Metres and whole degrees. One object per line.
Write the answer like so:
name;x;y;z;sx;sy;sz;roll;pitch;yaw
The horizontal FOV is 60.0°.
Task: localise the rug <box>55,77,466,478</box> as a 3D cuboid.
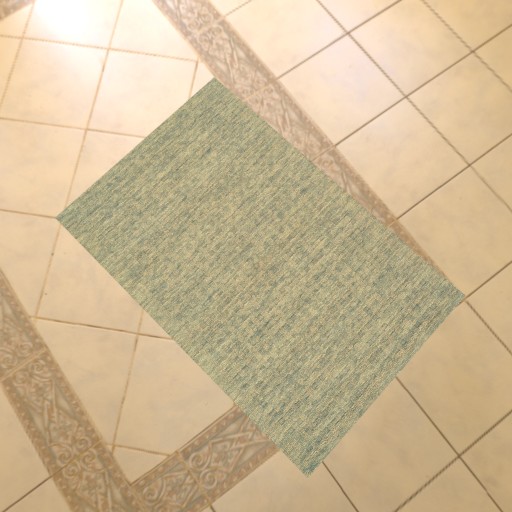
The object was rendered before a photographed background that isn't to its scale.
rug;0.000;0.000;2.219;1.752;0.006;1.142;43;80;9
